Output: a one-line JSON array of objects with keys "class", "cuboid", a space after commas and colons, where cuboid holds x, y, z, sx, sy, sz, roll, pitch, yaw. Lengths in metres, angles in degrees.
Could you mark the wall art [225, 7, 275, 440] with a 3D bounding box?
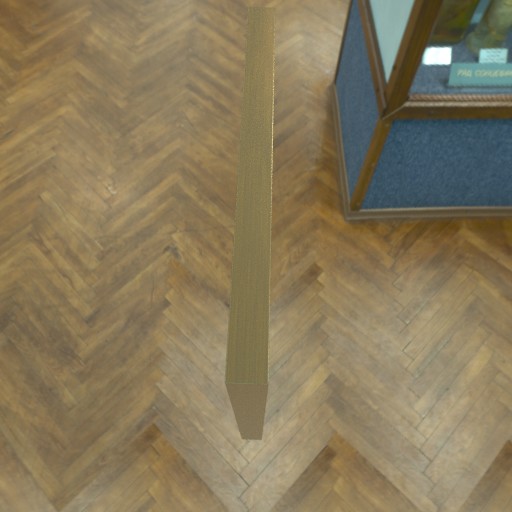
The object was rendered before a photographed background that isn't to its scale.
[{"class": "wall art", "cuboid": [0.000, 0.000, 0.714, 0.037, 0.505, 0.505, 2, 63, 1]}]
